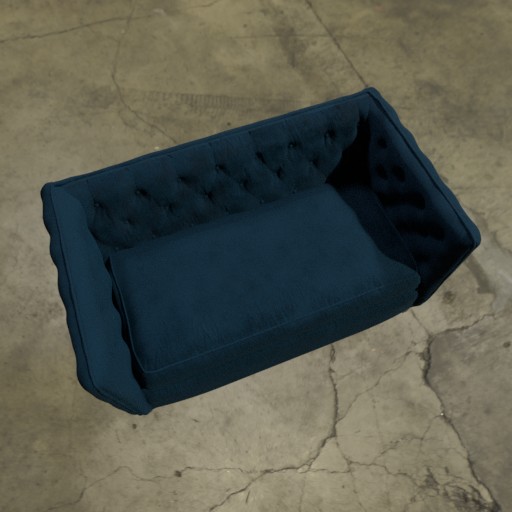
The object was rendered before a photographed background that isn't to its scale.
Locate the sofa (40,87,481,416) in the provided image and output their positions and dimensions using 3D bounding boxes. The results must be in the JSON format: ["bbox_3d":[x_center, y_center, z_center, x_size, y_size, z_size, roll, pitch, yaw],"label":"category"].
[{"bbox_3d":[0.000,0.000,2.064,1.583,0.810,0.909,-19,65,-10],"label":"sofa"}]
